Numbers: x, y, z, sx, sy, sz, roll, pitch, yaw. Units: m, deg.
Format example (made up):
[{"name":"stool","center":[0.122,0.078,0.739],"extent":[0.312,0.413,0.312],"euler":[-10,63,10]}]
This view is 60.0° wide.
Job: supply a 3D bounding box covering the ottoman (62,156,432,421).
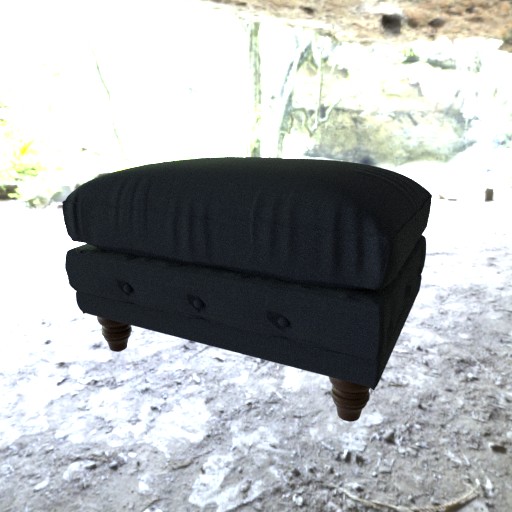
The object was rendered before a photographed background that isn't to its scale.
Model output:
[{"name":"ottoman","center":[0.000,0.000,1.132],"extent":[0.767,0.486,0.558],"euler":[8,19,26]}]
